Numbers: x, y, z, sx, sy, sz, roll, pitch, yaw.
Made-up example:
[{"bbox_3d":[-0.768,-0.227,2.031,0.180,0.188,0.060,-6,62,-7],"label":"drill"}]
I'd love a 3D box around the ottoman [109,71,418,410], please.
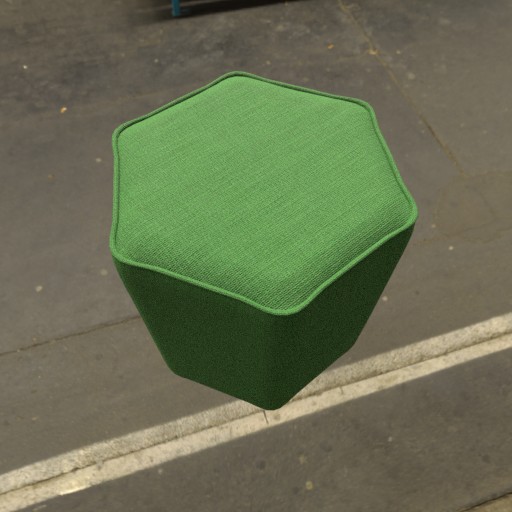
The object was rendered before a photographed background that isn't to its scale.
[{"bbox_3d":[0.000,0.000,0.875,0.499,0.507,0.444,-34,64,-20],"label":"ottoman"}]
